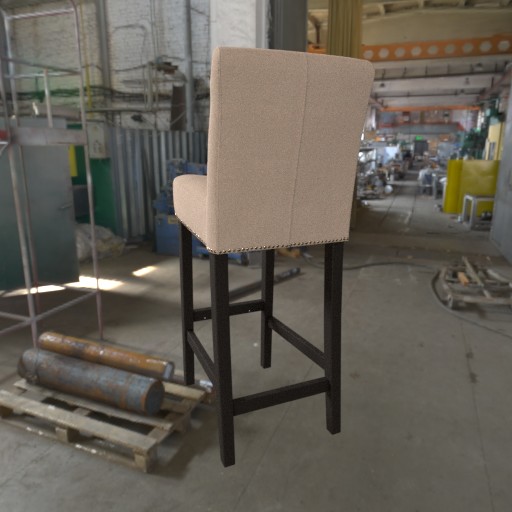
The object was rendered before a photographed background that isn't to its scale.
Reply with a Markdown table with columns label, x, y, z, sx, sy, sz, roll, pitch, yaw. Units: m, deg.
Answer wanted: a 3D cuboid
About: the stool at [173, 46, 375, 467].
| label | x | y | z | sx | sy | sz | roll | pitch | yaw |
| --- | --- | --- | --- | --- | --- | --- | --- | --- | --- |
| stool | 0.000 | 0.000 | 1.328 | 0.411 | 1.047 | 0.548 | -6 | 15 | -24 |
